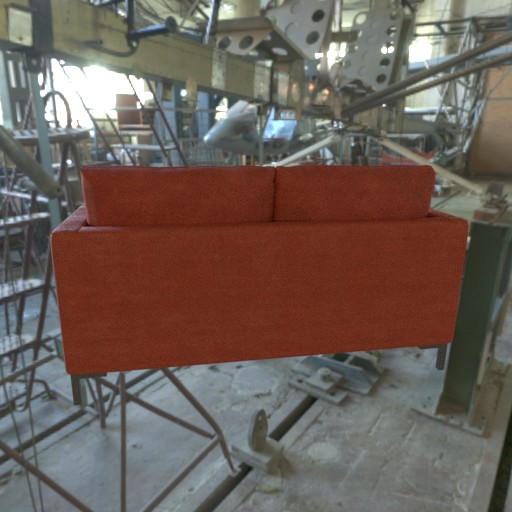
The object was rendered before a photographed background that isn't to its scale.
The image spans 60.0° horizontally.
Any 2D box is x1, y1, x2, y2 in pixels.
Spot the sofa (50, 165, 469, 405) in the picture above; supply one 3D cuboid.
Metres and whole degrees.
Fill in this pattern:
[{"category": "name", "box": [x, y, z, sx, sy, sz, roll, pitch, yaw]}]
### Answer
[{"category": "sofa", "box": [0.000, 0.000, 2.062, 1.574, 0.896, 0.864, -3, 17, -10]}]
